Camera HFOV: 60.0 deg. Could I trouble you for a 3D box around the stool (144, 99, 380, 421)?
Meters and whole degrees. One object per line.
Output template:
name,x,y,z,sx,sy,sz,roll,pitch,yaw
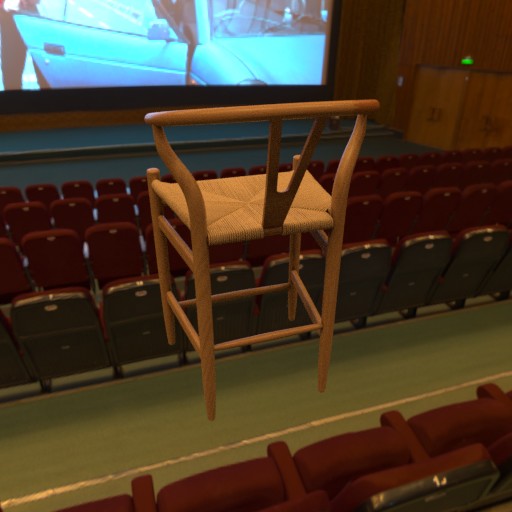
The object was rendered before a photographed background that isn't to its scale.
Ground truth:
stool,0.000,0.000,1.277,0.536,0.923,0.575,-9,29,-16
